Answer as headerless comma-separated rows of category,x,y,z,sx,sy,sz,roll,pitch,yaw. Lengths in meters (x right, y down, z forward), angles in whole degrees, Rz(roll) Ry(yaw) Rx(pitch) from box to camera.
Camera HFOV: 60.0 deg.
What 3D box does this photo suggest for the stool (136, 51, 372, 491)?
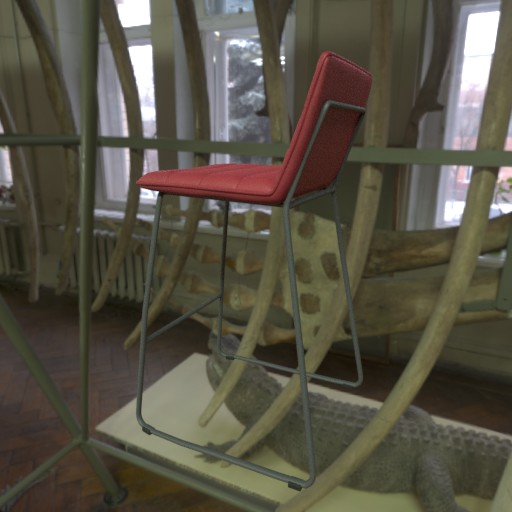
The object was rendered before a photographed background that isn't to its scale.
stool,0.000,0.000,1.193,0.524,0.937,0.489,7,17,25
